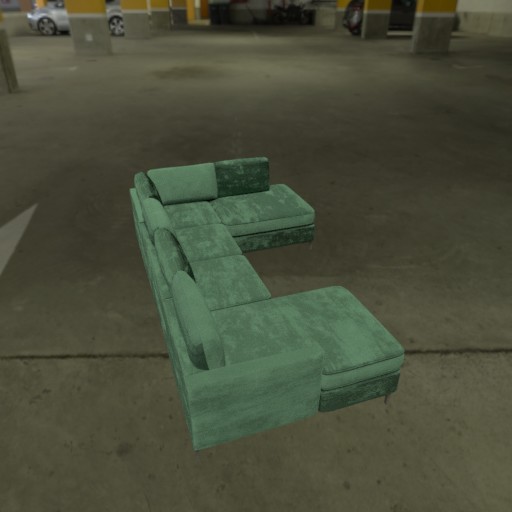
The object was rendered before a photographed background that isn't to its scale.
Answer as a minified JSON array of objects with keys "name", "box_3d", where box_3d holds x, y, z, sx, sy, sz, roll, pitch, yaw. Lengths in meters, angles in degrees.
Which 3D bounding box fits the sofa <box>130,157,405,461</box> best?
[{"name":"sofa","box_3d":[0.000,0.000,4.391,2.055,0.992,3.434,-10,31,-17]}]
